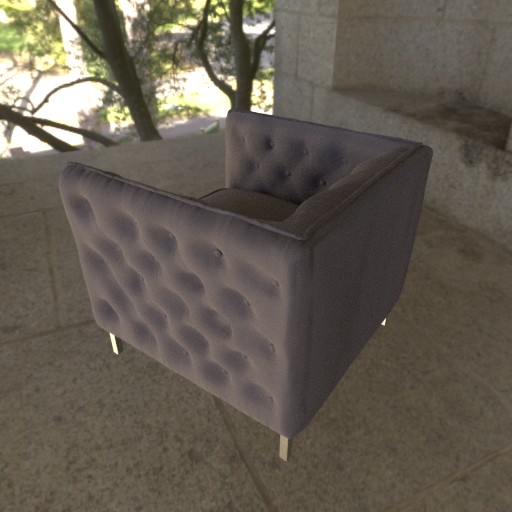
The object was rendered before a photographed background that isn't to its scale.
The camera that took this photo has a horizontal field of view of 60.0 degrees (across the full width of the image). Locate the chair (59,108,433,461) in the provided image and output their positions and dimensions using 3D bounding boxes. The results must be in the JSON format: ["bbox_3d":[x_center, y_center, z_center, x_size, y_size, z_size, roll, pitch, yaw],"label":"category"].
[{"bbox_3d":[0.000,0.000,1.644,0.913,0.807,0.946,21,37,30],"label":"chair"}]
